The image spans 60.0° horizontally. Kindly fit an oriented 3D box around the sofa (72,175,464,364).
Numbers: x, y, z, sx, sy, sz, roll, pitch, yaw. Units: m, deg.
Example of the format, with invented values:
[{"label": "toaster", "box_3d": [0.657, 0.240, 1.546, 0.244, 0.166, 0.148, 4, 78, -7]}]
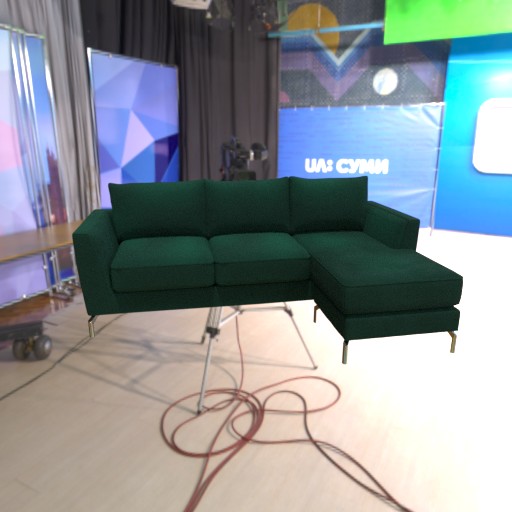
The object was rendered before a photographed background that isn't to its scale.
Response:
[{"label": "sofa", "box_3d": [0.000, 0.000, 3.205, 2.441, 1.007, 1.489, -3, 17, -10]}]
